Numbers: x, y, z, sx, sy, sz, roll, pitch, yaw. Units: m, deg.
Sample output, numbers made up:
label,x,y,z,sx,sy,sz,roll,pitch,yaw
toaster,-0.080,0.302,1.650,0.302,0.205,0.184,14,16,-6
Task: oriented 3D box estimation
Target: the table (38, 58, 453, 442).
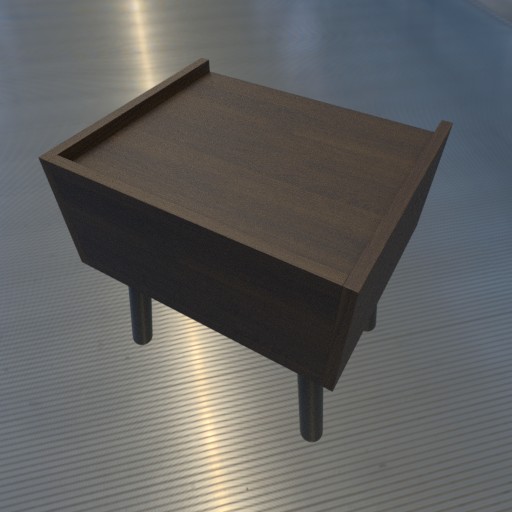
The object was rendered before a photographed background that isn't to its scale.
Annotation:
label,x,y,z,sx,sy,sz,roll,pitch,yaw
table,0.000,0.000,0.786,0.450,0.470,0.370,23,51,21
